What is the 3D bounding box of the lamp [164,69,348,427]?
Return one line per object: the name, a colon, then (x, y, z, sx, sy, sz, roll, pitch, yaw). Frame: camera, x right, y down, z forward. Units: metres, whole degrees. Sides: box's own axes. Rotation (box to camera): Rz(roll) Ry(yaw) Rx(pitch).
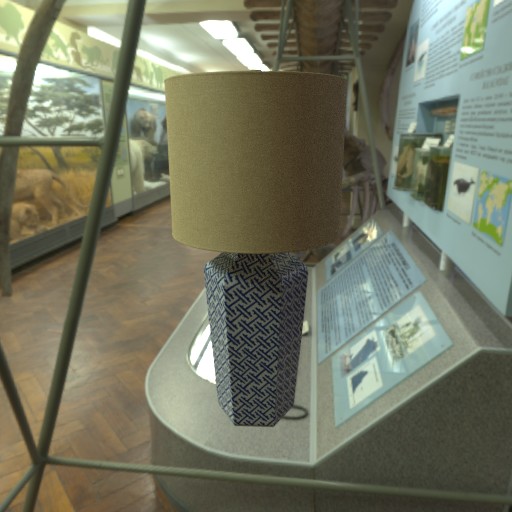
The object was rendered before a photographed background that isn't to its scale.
lamp: (0.000, 0.000, 0.874, 0.320, 0.682, 0.320, 2, 16, 7)
